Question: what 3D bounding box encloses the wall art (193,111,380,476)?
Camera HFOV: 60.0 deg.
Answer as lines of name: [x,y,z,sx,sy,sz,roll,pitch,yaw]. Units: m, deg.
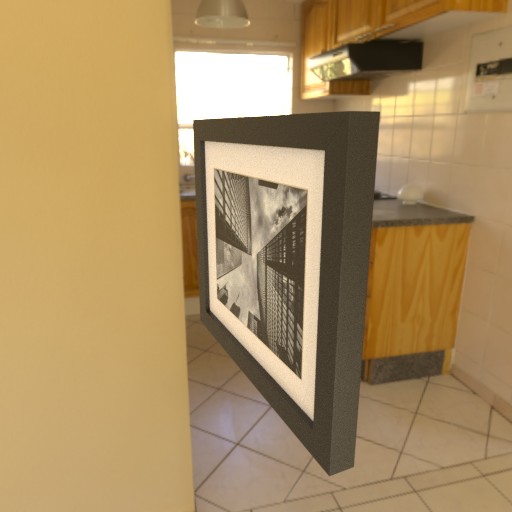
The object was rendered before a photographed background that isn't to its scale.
wall art: [0.000,0.000,0.536,0.028,0.321,0.381,-7,18,-24]
